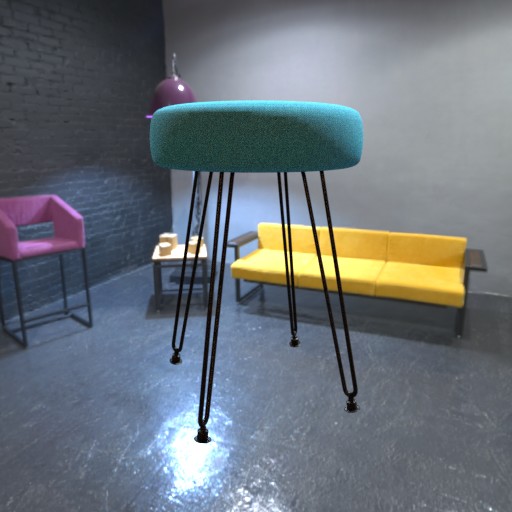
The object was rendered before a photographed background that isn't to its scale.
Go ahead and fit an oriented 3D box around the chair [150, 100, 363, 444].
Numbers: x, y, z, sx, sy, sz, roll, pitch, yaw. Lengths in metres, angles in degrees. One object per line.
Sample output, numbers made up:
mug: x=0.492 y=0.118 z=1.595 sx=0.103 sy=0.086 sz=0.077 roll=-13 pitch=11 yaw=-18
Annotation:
chair: x=0.000 y=0.000 z=0.684 sx=0.350 sy=0.440 sz=0.350 roll=7 pitch=16 yaw=26
